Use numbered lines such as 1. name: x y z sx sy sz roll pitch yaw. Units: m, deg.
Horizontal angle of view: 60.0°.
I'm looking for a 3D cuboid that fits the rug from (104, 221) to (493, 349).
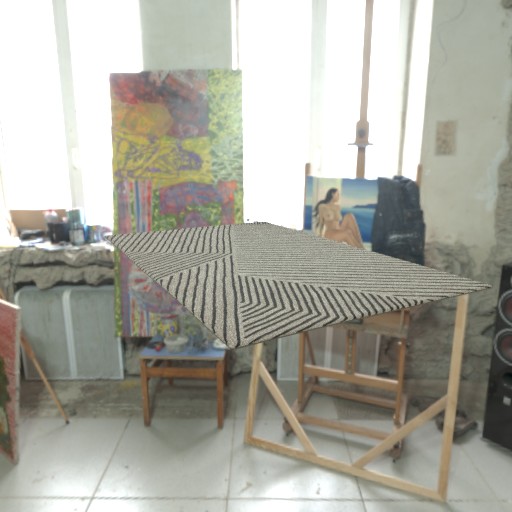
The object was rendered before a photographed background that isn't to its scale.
1. rug: 0.000 0.000 2.998 1.539 0.023 2.406 -8 16 -28
